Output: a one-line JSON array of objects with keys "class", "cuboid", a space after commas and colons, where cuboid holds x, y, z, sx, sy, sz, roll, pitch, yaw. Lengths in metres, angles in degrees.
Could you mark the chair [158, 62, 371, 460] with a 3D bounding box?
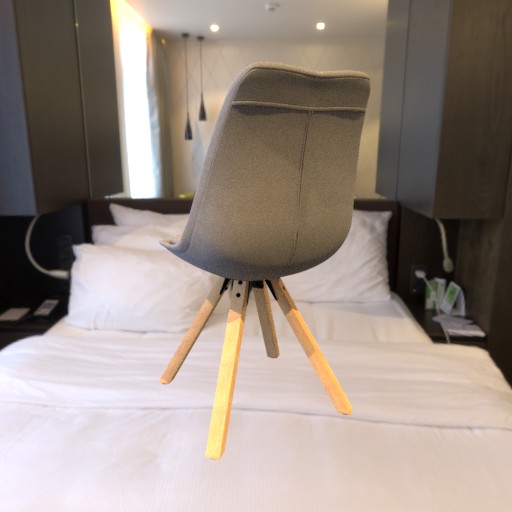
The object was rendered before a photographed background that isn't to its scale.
[{"class": "chair", "cuboid": [0.000, 0.000, 1.184, 0.474, 0.863, 0.549, -7, 15, -26]}]
